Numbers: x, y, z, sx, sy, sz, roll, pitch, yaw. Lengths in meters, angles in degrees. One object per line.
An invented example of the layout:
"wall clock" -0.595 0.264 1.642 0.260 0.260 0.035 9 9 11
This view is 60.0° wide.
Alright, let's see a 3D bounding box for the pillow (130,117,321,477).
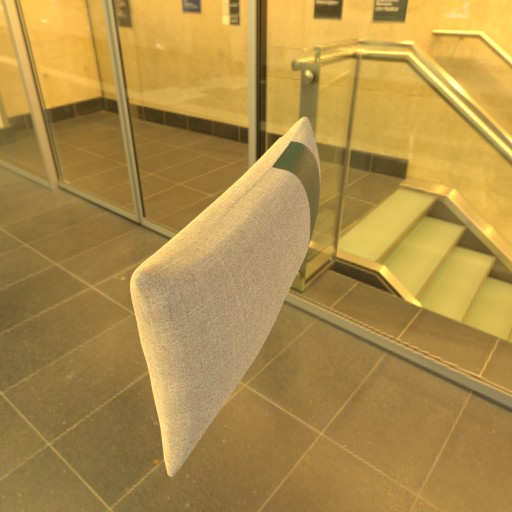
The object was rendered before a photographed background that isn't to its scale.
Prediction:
"pillow" 0.000 0.000 1.006 0.197 0.429 0.859 11 33 17
